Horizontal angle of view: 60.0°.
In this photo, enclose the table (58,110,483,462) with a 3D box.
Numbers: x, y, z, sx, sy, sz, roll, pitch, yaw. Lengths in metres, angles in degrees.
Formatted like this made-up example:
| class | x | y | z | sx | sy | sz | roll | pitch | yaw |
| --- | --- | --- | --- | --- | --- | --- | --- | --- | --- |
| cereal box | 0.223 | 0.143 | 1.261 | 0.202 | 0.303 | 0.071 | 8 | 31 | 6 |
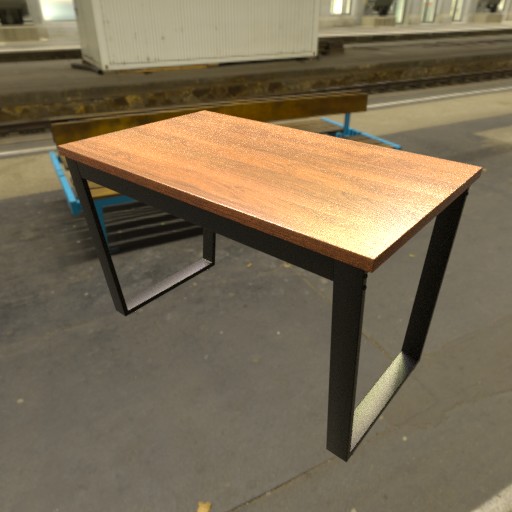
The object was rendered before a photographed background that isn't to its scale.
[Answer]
| class | x | y | z | sx | sy | sz | roll | pitch | yaw |
| --- | --- | --- | --- | --- | --- | --- | --- | --- | --- |
| table | 0.000 | 0.000 | 1.639 | 1.205 | 0.760 | 0.714 | 23 | 37 | 33 |
